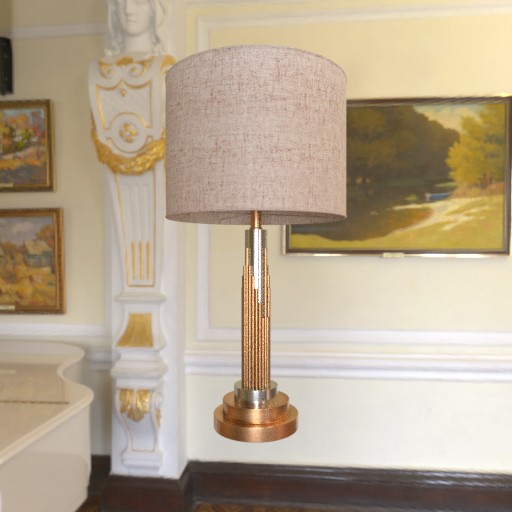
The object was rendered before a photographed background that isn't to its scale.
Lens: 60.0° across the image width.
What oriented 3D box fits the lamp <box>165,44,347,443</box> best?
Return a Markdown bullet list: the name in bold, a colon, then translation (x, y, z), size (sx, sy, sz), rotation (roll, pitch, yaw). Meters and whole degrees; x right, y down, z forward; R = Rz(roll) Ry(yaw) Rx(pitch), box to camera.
- **lamp**: translation (0.000, 0.000, 0.800), size (0.321, 0.610, 0.321), rotation (0, 0, 18)
